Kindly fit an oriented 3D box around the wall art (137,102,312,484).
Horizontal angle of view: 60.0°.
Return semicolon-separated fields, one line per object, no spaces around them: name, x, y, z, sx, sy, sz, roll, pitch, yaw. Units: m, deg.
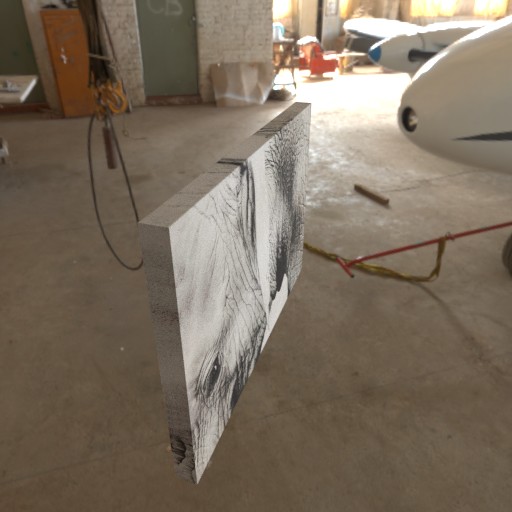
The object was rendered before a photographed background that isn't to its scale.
wall art;0.000;0.000;0.781;0.035;0.407;0.613;10;32;16
